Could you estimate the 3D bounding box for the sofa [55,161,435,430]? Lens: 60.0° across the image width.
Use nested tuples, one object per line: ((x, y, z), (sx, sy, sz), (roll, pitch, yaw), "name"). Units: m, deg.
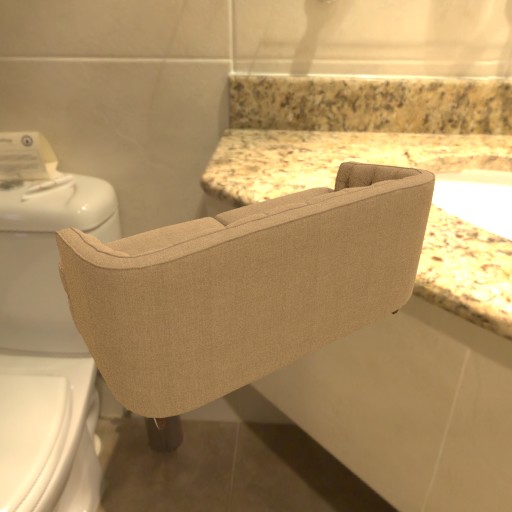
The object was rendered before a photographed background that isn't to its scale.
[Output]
((0.000, 0.000, 2.236), (1.733, 0.855, 0.941), (-18, 35, -29), "sofa")
